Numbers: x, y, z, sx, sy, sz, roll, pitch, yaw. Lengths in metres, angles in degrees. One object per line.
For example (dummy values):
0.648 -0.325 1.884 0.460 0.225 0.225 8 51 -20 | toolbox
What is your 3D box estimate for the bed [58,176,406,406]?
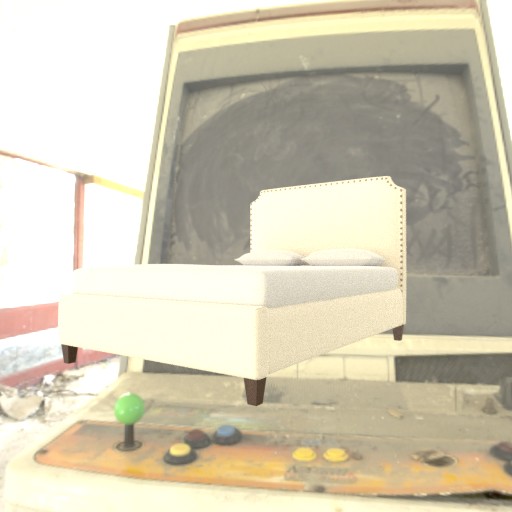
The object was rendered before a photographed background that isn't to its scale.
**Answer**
0.000 0.000 3.549 1.712 1.497 2.372 -1 -1 35 | bed
